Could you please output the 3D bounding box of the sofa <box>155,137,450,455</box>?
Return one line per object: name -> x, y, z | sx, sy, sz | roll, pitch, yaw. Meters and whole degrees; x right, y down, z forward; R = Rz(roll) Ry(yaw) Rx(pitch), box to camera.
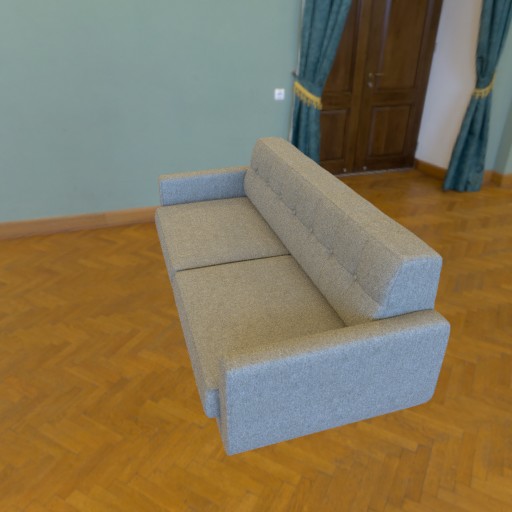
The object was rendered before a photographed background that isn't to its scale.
sofa -> 0.000, 0.000, 2.515 | 0.968, 0.873, 2.055 | -9, 31, -15
